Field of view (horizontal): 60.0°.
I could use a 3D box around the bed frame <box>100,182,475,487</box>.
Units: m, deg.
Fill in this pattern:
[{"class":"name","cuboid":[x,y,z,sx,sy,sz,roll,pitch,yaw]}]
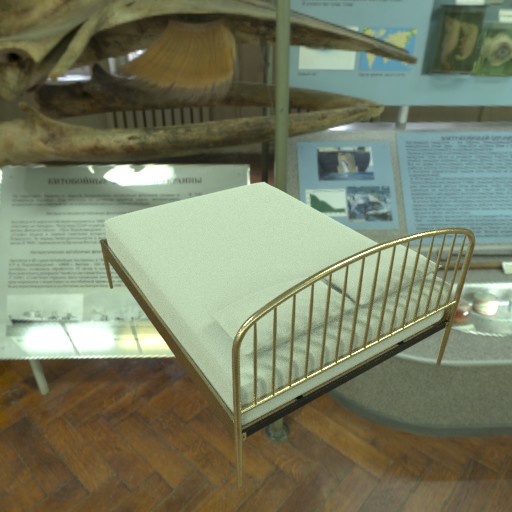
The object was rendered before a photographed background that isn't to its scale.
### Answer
[{"class":"bed frame","cuboid":[0.000,0.000,3.109,1.612,1.175,2.152,-18,35,-28]}]
